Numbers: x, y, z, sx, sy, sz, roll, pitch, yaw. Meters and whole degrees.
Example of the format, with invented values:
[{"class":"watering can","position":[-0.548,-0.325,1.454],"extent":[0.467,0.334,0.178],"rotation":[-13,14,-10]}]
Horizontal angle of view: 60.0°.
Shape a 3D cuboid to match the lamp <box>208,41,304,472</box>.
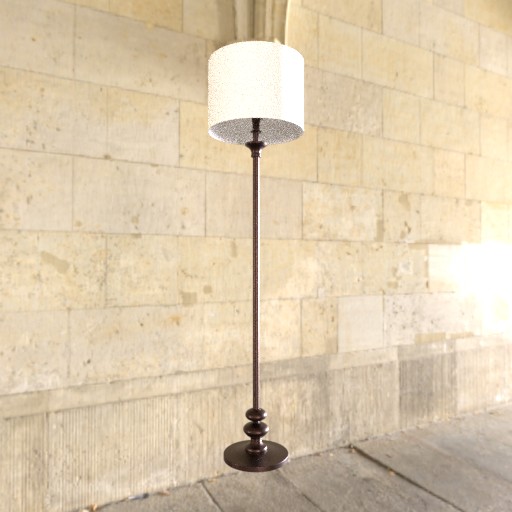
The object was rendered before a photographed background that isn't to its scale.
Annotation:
[{"class":"lamp","position":[0.000,0.000,1.651],"extent":[0.356,1.487,0.356],"rotation":[0,-1,18]}]
